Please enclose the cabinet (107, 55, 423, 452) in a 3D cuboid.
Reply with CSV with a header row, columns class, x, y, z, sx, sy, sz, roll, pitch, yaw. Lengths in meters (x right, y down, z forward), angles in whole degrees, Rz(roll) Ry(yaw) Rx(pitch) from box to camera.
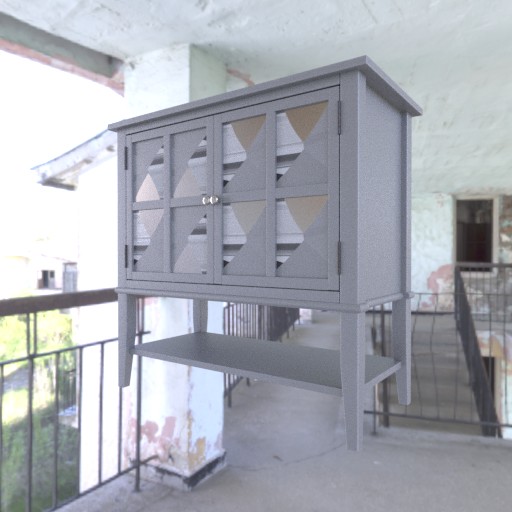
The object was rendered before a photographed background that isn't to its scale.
class,x,y,z,sx,sy,sz,roll,pitch,yaw
cabinet,0.000,0.000,1.246,0.801,0.780,0.396,0,1,35
